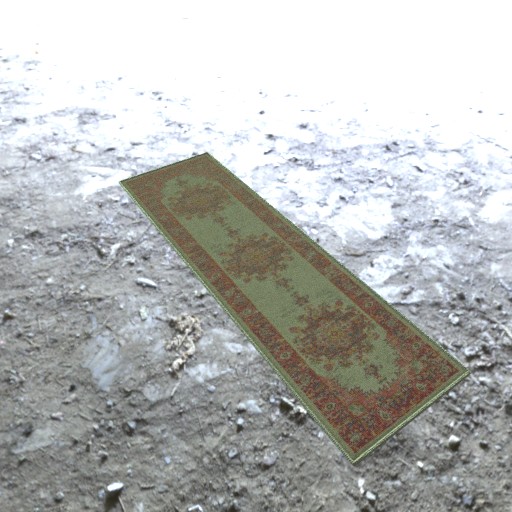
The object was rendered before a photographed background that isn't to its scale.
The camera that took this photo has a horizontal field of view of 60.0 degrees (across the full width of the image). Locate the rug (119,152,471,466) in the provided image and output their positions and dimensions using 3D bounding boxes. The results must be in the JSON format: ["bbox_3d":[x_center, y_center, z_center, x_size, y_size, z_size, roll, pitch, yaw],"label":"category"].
[{"bbox_3d":[0.000,0.000,1.965,0.562,0.009,1.824,-25,48,-25],"label":"rug"}]
